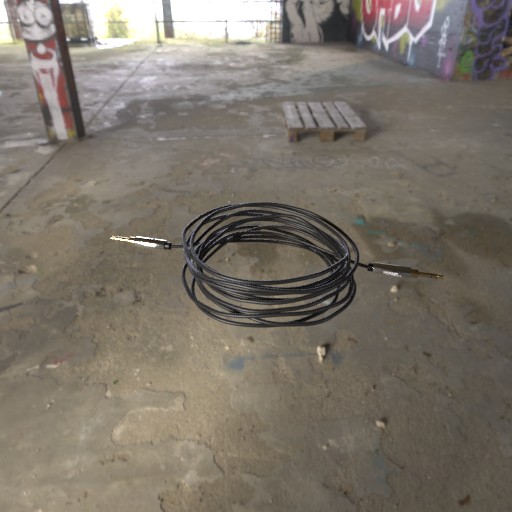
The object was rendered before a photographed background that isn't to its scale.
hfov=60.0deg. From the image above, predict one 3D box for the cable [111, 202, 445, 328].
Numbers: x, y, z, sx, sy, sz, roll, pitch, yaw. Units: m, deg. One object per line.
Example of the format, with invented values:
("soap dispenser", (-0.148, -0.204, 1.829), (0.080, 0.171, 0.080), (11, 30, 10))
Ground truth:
("cable", (0.000, 0.000, 0.514), (0.432, 0.069, 0.198), (8, 32, 13))
